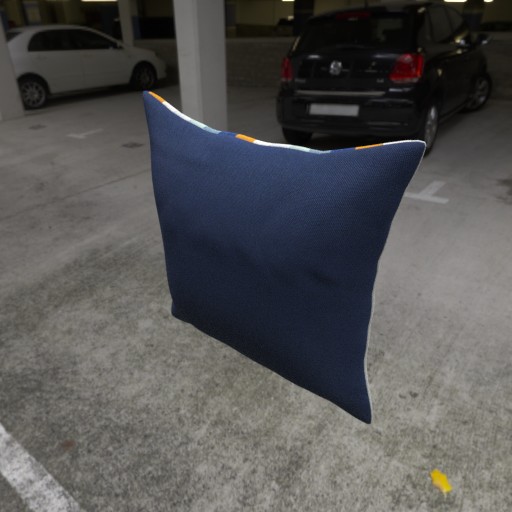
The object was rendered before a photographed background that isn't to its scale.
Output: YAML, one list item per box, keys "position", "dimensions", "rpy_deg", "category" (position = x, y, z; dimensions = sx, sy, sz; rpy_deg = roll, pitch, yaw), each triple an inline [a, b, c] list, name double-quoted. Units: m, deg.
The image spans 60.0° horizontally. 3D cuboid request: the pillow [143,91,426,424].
- position: [0.000, 0.000, 0.712]
  dimensions: [0.463, 0.454, 0.173]
  rpy_deg: [22, 37, 32]
  category: "pillow"
